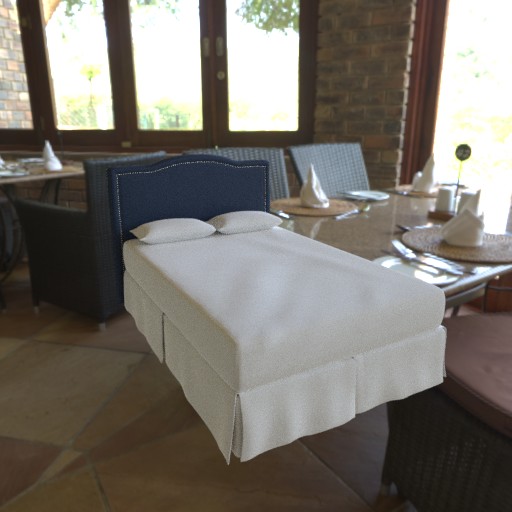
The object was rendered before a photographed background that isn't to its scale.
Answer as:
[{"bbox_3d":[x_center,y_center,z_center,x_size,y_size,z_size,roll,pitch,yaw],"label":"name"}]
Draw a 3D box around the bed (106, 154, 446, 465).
[{"bbox_3d":[0.000,0.000,3.534,1.741,1.441,2.507,-9,19,-28],"label":"bed"}]
